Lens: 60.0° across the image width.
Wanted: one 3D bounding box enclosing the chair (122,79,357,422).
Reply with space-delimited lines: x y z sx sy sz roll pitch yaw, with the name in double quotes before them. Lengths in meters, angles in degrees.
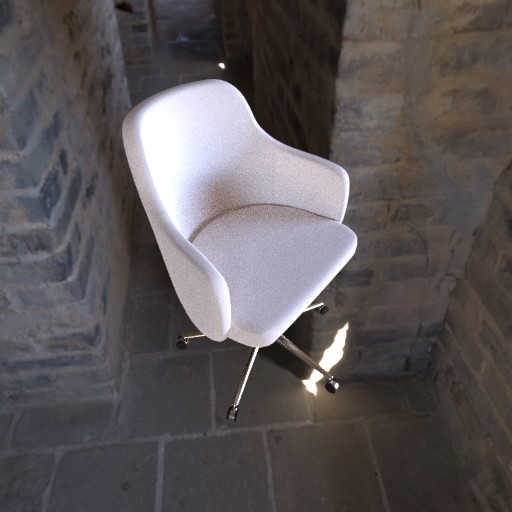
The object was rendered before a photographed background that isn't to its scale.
"chair" 0.000 0.000 1.289 0.647 0.819 0.602 27 48 27
